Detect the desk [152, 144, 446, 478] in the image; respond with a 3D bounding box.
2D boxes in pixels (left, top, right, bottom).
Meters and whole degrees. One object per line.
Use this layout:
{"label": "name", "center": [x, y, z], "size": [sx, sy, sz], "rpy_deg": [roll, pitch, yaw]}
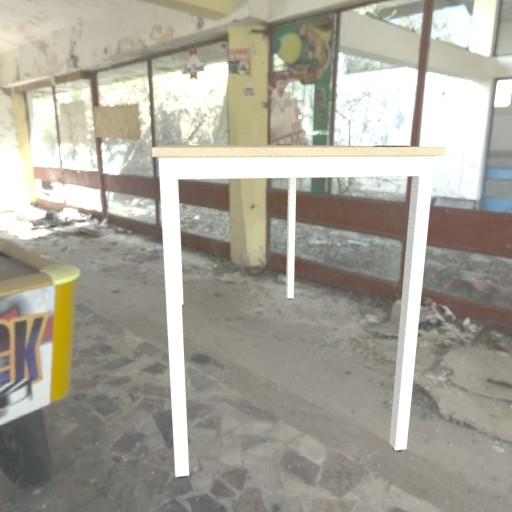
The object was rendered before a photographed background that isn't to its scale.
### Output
{"label": "desk", "center": [0.000, 0.000, 1.540], "size": [0.600, 0.750, 1.200], "rpy_deg": [-2, 14, -9]}
